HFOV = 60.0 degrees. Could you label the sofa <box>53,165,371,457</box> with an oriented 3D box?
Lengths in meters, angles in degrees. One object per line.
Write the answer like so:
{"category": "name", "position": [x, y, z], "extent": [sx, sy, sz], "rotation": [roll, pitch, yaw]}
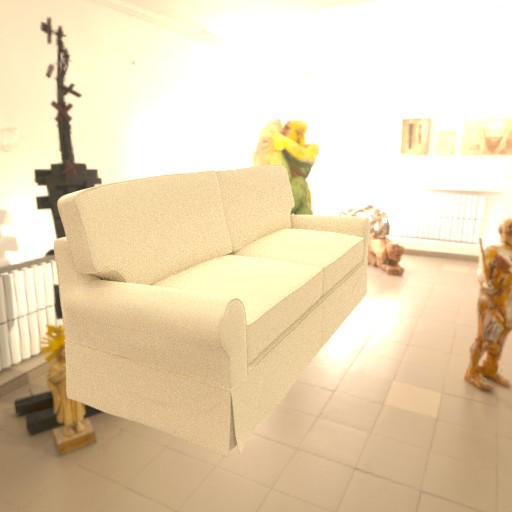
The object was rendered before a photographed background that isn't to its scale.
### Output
{"category": "sofa", "position": [0.000, 0.000, 2.470], "extent": [0.862, 0.937, 2.021], "rotation": [7, 16, 26]}
